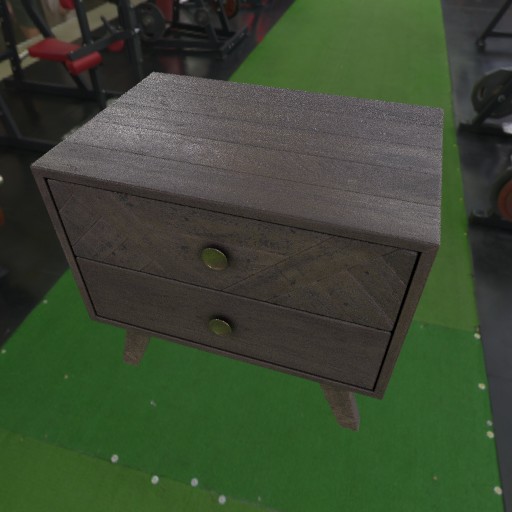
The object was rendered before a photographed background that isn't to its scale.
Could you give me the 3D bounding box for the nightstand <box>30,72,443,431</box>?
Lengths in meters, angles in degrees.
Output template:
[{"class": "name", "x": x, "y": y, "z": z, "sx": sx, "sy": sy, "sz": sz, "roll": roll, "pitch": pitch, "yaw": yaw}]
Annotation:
[{"class": "nightstand", "x": 0.000, "y": 0.000, "z": 1.012, "sx": 0.650, "sy": 0.599, "sz": 0.450, "roll": 12, "pitch": 44, "yaw": 13}]
